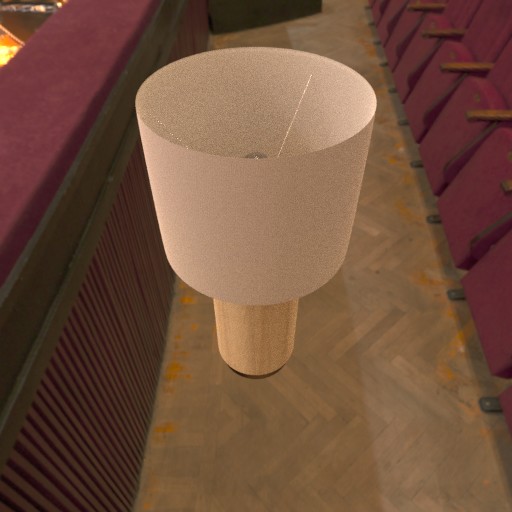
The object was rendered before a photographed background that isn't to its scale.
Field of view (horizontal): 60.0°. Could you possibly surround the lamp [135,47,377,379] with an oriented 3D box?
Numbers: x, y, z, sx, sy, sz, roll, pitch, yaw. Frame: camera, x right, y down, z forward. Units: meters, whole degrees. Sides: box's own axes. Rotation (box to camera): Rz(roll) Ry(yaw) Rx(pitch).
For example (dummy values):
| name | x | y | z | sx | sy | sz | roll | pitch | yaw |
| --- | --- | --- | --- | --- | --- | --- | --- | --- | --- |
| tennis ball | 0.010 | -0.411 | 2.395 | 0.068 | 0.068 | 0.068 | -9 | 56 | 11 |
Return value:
| name | x | y | z | sx | sy | sz | roll | pitch | yaw |
| --- | --- | --- | --- | --- | --- | --- | --- | --- | --- |
| lamp | 0.000 | 0.000 | 0.580 | 0.228 | 0.444 | 0.228 | 3 | 46 | 3 |
